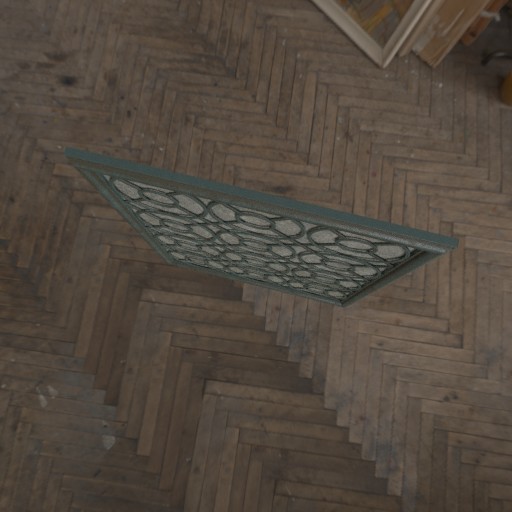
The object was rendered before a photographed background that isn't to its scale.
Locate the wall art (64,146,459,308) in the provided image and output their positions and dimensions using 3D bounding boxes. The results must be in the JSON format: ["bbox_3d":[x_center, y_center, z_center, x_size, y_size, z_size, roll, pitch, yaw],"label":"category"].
[{"bbox_3d":[0.000,0.000,1.317,0.767,0.983,0.030,14,78,3],"label":"wall art"}]
